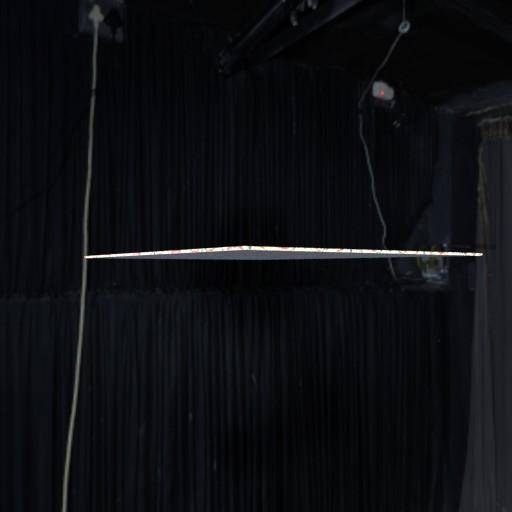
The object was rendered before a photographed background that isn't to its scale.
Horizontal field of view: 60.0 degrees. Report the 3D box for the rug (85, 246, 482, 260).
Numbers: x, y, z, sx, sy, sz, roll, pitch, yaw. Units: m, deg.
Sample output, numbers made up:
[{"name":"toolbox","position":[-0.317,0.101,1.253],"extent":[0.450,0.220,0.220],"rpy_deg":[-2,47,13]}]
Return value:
[{"name":"rug","position":[0.000,0.000,4.364],"extent":[2.446,0.020,3.215],"rpy_deg":[1,-2,-35]}]
